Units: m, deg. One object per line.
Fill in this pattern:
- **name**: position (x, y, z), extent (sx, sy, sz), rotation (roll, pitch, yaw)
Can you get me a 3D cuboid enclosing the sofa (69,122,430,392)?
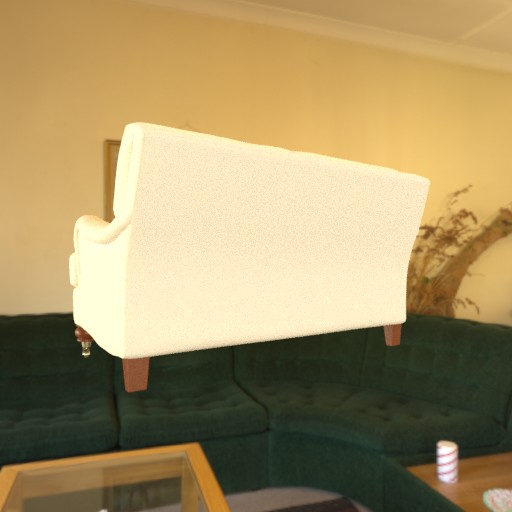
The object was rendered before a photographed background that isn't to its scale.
- **sofa**: position (0.000, 0.000, 2.531), extent (1.853, 1.101, 1.084), rotation (0, -1, -35)
